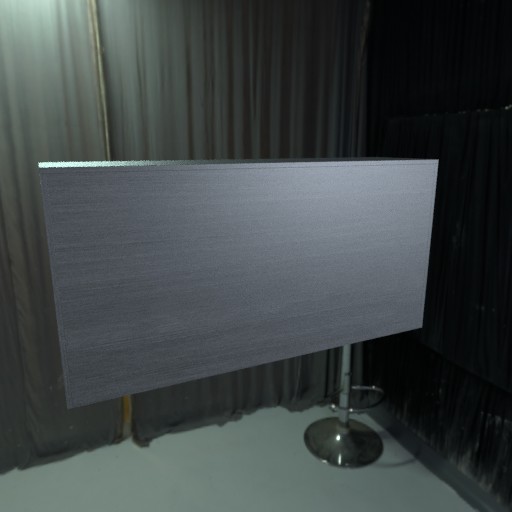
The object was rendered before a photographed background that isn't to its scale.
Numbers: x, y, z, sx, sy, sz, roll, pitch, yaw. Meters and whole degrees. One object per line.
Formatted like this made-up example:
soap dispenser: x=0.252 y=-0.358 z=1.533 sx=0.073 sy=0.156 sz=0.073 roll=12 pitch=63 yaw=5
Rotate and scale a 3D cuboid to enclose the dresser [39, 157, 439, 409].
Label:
dresser: x=0.000 y=0.000 z=1.893 sx=1.590 sy=0.795 sz=0.400 roll=-7 pitch=16 yaw=-25
